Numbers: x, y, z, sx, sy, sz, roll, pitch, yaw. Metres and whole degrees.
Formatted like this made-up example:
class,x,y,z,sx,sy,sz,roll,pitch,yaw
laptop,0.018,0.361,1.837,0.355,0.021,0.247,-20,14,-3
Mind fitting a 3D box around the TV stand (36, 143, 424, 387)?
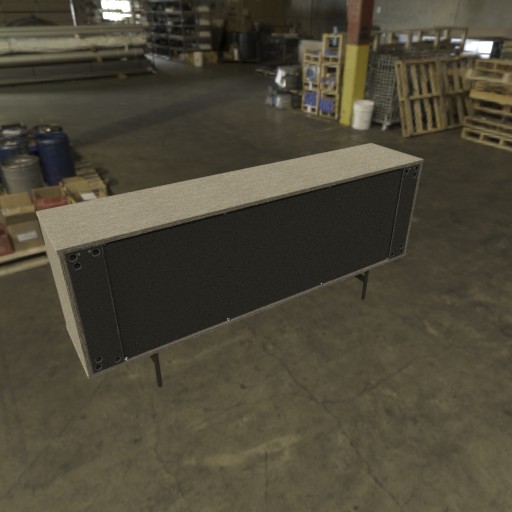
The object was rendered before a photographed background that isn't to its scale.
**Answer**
class,x,y,z,sx,sy,sz,roll,pitch,yaw
TV stand,0.000,0.000,2.206,1.804,0.787,0.405,-18,34,-28
